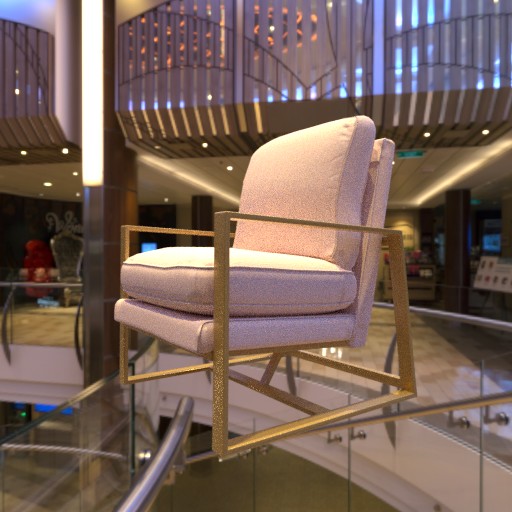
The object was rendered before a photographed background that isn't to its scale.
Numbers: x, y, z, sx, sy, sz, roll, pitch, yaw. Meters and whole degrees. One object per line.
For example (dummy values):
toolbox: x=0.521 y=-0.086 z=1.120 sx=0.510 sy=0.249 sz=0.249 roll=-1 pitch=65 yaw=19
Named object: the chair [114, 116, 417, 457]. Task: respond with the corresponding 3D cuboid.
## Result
chair: x=0.000 y=0.000 z=1.576 sx=0.813 sy=0.956 sz=0.758 roll=0 pitch=1 yaw=-35
